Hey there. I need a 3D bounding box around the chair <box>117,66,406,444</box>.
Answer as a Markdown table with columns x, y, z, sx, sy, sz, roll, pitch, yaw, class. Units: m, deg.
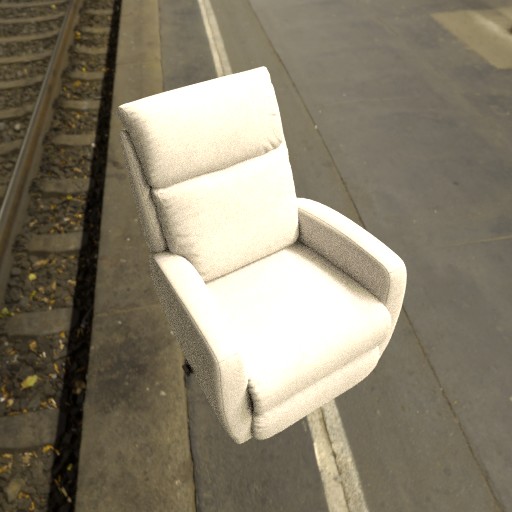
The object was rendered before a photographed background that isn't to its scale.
| x | y | z | sx | sy | sz | roll | pitch | yaw | class |
| --- | --- | --- | --- | --- | --- | --- | --- | --- | --- |
| 0.000 | 0.000 | 1.677 | 0.812 | 1.015 | 0.941 | -24 | 51 | -21 | chair |
